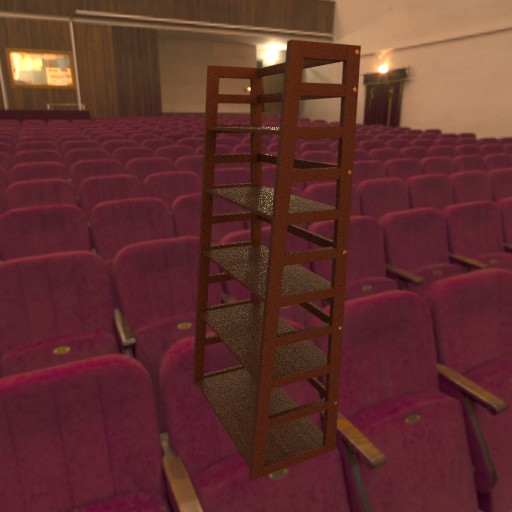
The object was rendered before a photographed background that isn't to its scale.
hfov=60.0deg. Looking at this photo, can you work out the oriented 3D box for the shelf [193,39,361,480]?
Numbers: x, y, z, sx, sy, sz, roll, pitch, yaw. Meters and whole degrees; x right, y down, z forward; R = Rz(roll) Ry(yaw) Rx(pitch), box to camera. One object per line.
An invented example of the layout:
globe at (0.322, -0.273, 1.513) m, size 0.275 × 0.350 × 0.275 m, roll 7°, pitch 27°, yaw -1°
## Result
shelf at (0.000, 0.000, 1.932) m, size 0.403 × 1.600 × 0.763 m, roll -8°, pitch 19°, yaw -24°
